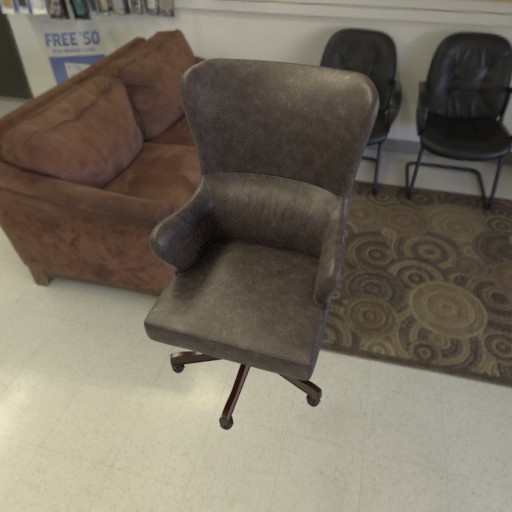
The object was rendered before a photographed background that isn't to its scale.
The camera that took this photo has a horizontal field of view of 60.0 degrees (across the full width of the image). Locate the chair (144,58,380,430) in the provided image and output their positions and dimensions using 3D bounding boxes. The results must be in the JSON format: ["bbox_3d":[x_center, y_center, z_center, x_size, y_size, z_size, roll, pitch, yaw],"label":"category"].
[{"bbox_3d":[0.000,0.000,1.458,0.594,1.037,0.717,12,42,13],"label":"chair"}]
